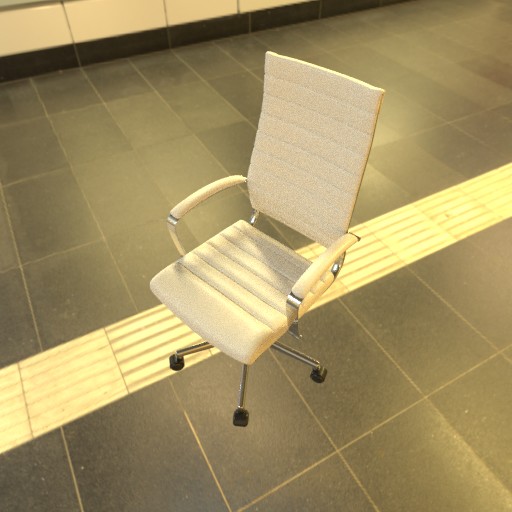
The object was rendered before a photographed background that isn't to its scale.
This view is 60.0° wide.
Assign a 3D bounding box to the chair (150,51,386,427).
[{"bbox_3d":[0.000,0.000,1.587,0.679,1.149,0.679,32,53,28],"label":"chair"}]
